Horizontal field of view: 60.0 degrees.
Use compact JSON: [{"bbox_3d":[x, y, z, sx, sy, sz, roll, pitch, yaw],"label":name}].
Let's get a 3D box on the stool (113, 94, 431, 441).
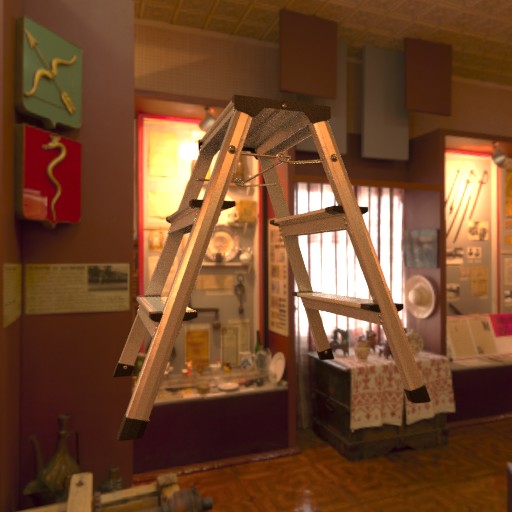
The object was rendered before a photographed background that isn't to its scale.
[{"bbox_3d":[0.000,0.000,1.025,0.622,0.605,0.437,0,0,-19],"label":"stool"}]
